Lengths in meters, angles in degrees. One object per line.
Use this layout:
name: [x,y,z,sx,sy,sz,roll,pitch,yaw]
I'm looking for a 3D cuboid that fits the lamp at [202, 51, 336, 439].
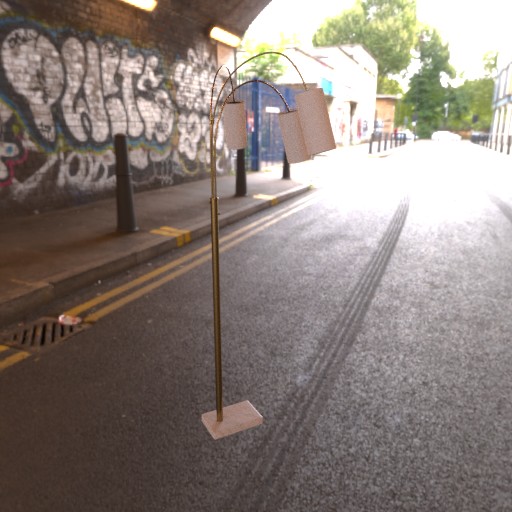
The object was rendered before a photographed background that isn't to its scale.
lamp: [0.000,0.000,2.518,0.667,2.055,1.020,-8,18,-27]
